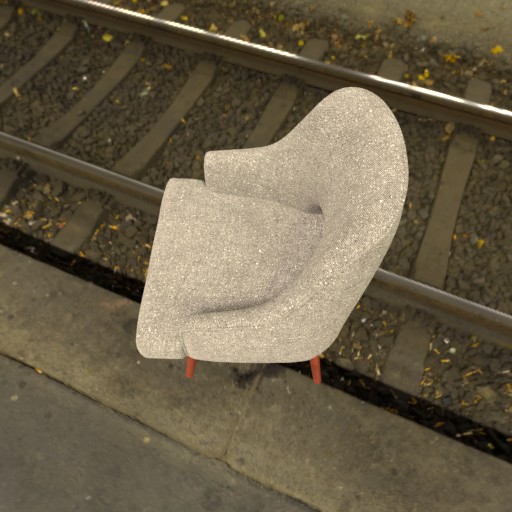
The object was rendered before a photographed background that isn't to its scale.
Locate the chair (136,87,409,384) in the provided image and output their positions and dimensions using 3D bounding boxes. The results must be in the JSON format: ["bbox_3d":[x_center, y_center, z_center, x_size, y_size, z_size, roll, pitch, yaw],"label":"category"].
[{"bbox_3d":[0.000,0.000,1.281,0.629,0.875,0.608,2,58,1],"label":"chair"}]
